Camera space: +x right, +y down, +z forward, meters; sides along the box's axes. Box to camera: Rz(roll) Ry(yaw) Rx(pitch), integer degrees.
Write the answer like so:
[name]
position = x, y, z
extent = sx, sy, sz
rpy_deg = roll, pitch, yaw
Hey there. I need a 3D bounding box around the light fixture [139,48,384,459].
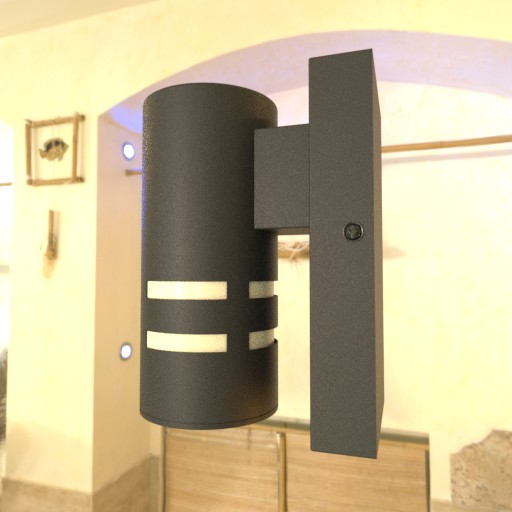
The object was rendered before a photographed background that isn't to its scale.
[light fixture]
position = 0.000, 0.000, 0.257
extent = 0.138, 0.179, 0.098
rpy_deg = -1, -2, 18
